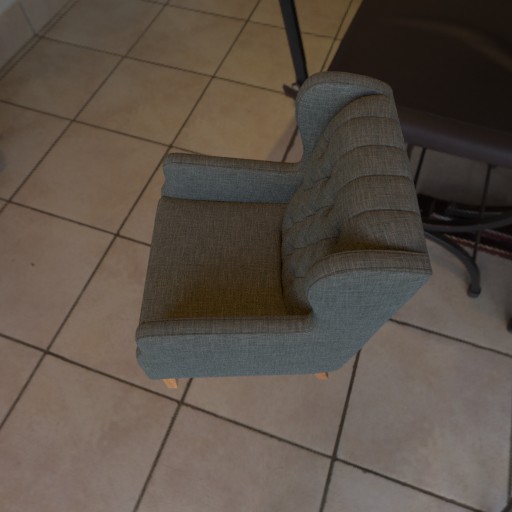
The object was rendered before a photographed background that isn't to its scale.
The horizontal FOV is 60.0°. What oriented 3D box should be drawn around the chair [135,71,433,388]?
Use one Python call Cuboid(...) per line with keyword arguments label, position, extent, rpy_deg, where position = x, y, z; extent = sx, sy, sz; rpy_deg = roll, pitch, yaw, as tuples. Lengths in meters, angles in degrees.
Cuboid(label="chair", position=(0.000, 0.000, 1.477), extent=(0.775, 0.953, 0.711), rpy_deg=(1, 59, 0))
